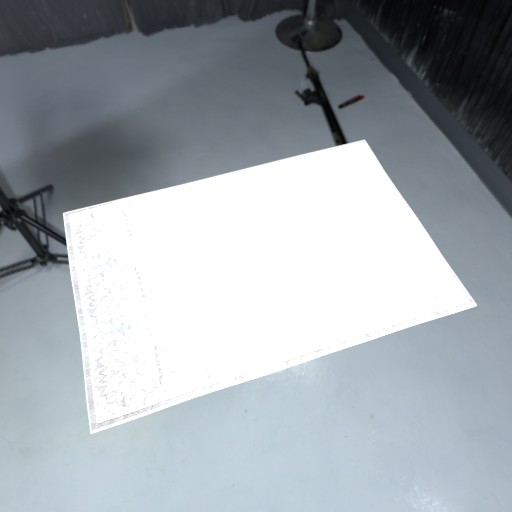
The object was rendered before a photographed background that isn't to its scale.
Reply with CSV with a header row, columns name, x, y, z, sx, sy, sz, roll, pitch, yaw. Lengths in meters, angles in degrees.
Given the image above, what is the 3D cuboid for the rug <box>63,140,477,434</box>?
name,x,y,z,sx,sy,sz,roll,pitch,yaw
rug,0.000,0.000,3.420,2.746,0.018,1.819,-16,58,-10
